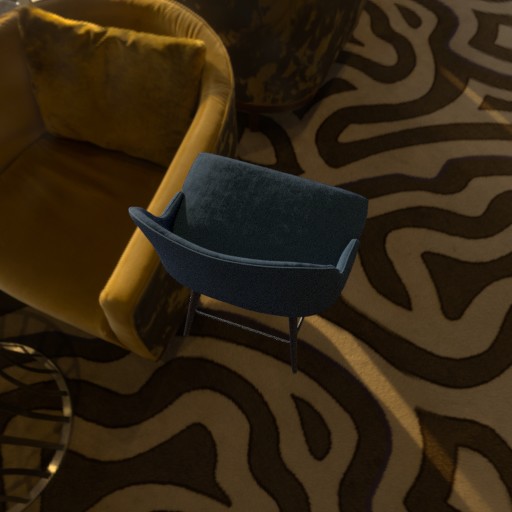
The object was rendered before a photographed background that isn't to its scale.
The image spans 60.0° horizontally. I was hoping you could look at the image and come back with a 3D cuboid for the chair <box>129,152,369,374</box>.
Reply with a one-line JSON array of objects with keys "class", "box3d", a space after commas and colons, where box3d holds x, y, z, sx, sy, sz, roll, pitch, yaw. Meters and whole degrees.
[{"class": "chair", "box3d": [0.000, 0.000, 1.246, 0.526, 0.927, 0.489, 17, 65, 8]}]
